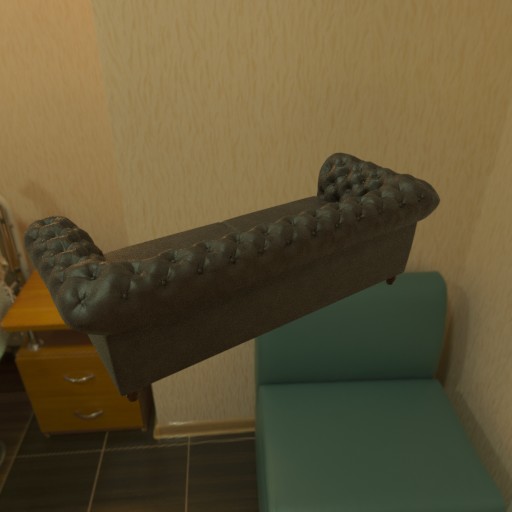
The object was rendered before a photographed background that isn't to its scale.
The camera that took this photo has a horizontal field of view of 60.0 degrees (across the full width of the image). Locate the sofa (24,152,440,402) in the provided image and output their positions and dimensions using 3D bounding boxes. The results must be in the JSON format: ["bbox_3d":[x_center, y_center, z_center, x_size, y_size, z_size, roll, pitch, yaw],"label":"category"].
[{"bbox_3d":[0.000,0.000,2.734,2.385,0.783,0.944,-18,34,-29],"label":"sofa"}]
